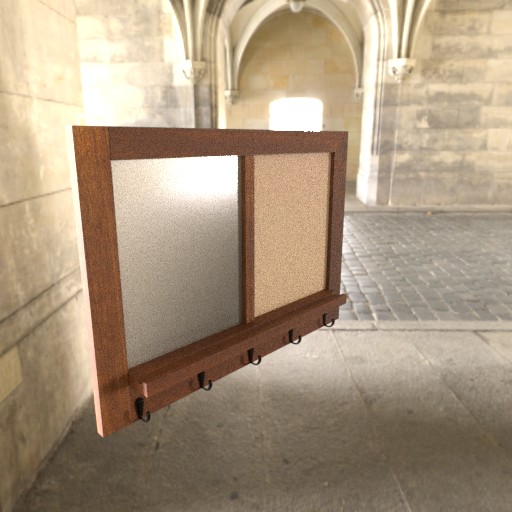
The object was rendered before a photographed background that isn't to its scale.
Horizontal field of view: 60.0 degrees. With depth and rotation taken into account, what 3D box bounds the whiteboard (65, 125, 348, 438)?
[{"bbox_3d":[0.000,0.000,1.015,0.083,0.559,0.783,14,20,42],"label":"whiteboard"}]
